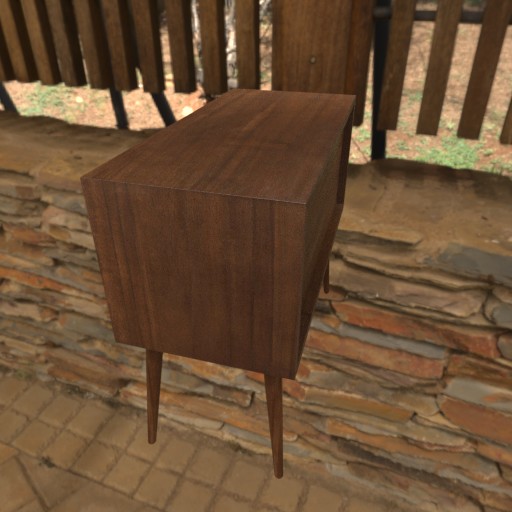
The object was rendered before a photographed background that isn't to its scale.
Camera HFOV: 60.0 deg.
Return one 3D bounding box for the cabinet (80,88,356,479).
[{"bbox_3d":[0.000,0.000,1.115,0.354,0.654,0.743,8,32,14],"label":"cabinet"}]
